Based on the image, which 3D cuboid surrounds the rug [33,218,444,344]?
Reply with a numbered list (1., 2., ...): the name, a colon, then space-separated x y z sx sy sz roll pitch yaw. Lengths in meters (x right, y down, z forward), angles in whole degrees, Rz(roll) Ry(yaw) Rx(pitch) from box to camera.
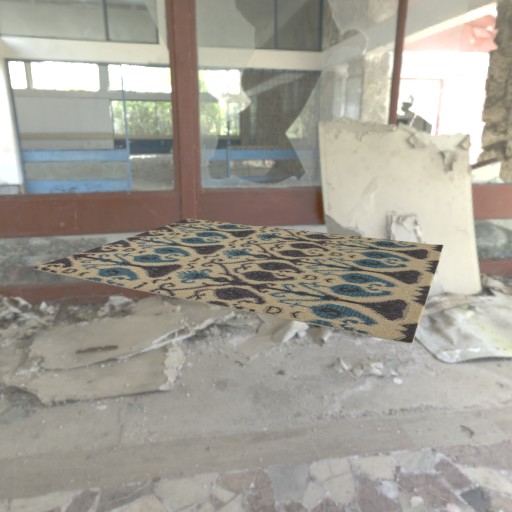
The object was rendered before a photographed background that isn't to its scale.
1. rug: 0.000 0.000 4.302 3.228 0.024 2.443 8 18 25
